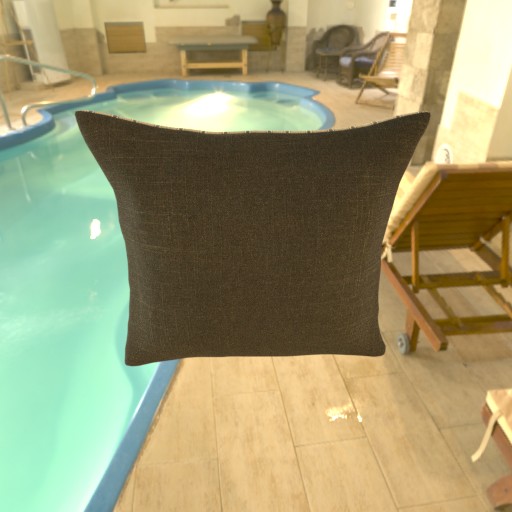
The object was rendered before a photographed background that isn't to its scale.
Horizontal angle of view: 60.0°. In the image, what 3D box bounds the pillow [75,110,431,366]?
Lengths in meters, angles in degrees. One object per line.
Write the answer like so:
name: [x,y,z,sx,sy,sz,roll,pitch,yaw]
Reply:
pillow: [0.000,0.000,0.686,0.468,0.444,0.138,-1,31,-2]
